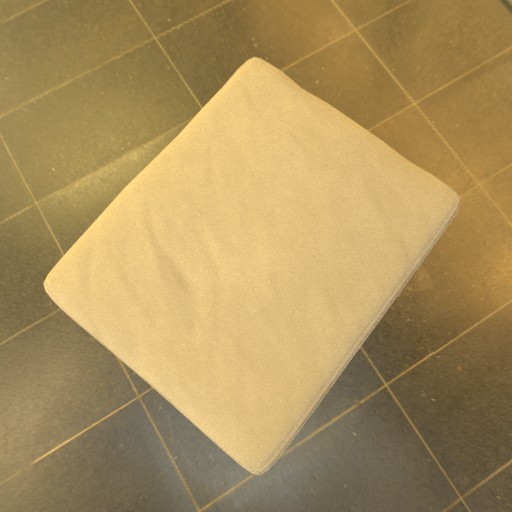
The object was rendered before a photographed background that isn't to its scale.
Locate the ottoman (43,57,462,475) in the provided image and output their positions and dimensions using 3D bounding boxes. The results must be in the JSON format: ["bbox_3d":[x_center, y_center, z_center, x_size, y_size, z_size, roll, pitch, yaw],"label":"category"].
[{"bbox_3d":[0.000,0.000,1.476,0.836,0.492,1.002,38,79,9],"label":"ottoman"}]
